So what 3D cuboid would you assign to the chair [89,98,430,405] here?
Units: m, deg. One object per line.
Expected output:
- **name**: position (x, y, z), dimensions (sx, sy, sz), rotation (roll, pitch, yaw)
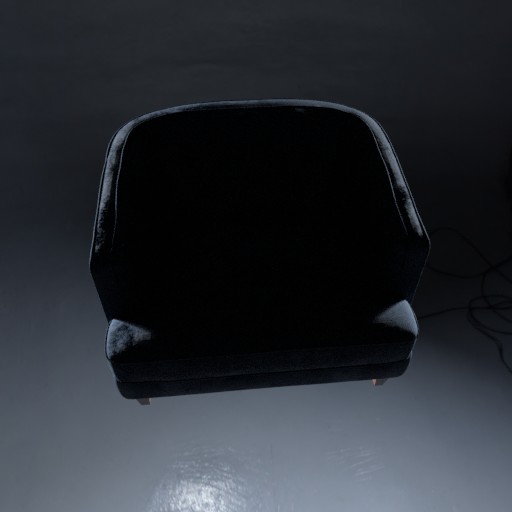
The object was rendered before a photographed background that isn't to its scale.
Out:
- **chair**: position (0.000, 0.000, 1.743), dimensions (1.094, 0.852, 0.940), rotation (-4, 46, -4)
